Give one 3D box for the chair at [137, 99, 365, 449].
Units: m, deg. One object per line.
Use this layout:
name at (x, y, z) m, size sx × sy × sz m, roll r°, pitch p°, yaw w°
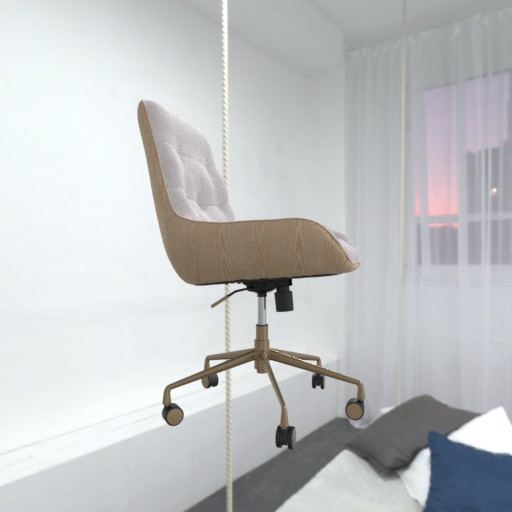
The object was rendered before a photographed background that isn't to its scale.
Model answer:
chair at (0.000, 0.000, 1.391) m, size 0.668 × 0.952 × 0.564 m, roll 0°, pitch 0°, yaw 17°
